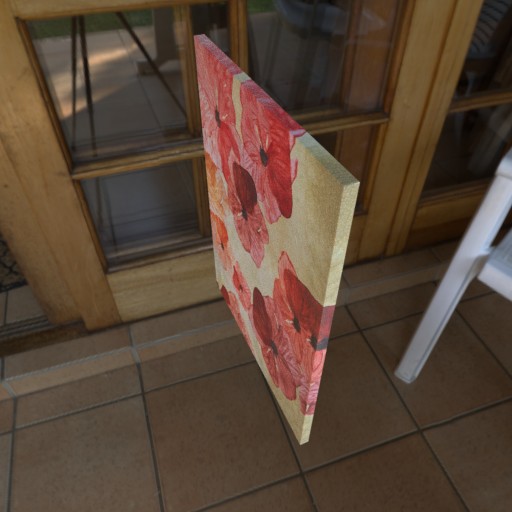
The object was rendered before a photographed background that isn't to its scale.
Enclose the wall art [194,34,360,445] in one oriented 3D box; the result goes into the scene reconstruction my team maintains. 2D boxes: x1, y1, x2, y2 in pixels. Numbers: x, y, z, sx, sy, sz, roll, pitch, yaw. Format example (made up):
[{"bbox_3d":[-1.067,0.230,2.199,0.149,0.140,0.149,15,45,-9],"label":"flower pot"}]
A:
[{"bbox_3d":[0.000,0.000,1.321,0.031,1.015,0.762,-18,47,-17],"label":"wall art"}]
